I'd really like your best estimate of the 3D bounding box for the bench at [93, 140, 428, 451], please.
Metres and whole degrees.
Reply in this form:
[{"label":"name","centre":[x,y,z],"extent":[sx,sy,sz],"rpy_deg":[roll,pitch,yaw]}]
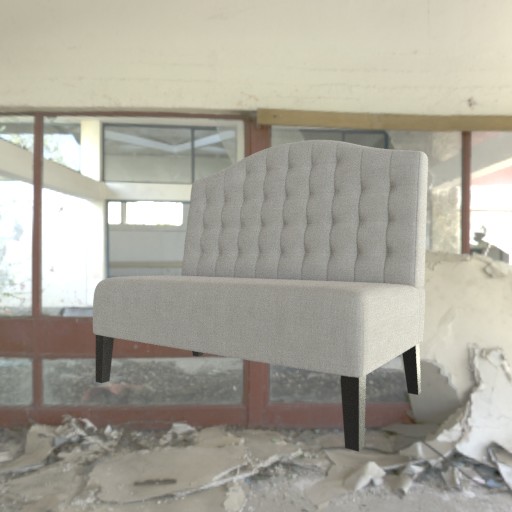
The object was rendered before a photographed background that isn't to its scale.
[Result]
[{"label":"bench","centre":[0.000,0.000,2.023],"extent":[1.335,1.180,0.815],"rpy_deg":[0,0,35]}]
